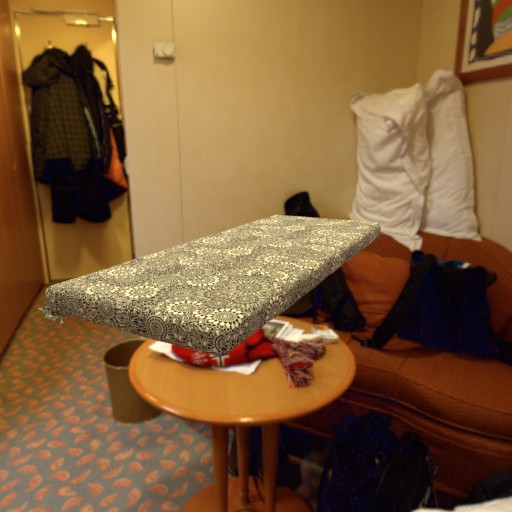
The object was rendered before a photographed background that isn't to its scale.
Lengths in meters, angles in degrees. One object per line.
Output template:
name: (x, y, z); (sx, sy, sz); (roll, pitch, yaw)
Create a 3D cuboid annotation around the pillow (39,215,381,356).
pillow: (0.000, 0.000, 1.339); (0.492, 0.081, 1.187); (8, 16, 27)
